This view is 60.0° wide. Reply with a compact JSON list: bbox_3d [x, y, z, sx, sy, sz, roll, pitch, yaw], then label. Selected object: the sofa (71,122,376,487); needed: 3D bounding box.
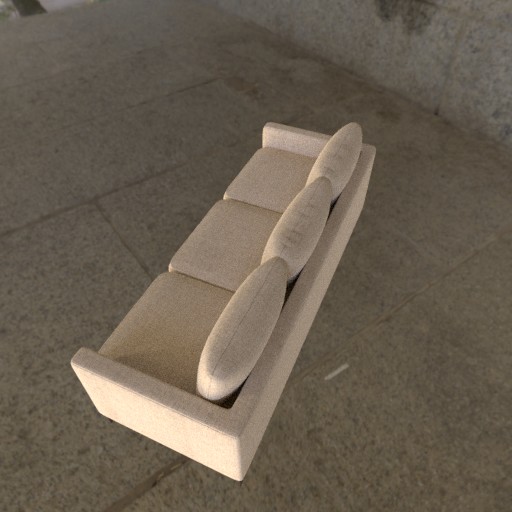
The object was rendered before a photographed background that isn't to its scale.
[{"bbox_3d":[0.000,0.000,2.673,0.859,0.874,2.218,18,49,16],"label":"sofa"}]
